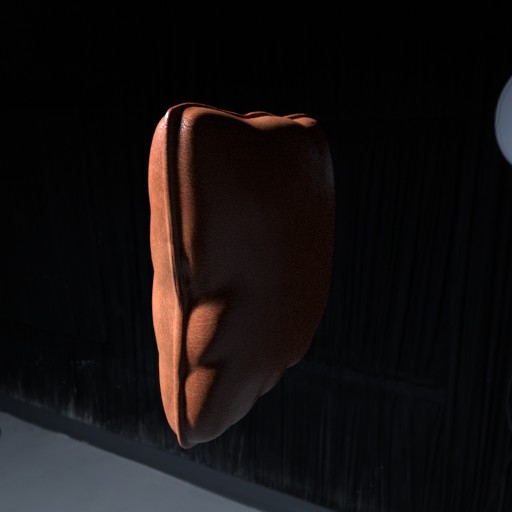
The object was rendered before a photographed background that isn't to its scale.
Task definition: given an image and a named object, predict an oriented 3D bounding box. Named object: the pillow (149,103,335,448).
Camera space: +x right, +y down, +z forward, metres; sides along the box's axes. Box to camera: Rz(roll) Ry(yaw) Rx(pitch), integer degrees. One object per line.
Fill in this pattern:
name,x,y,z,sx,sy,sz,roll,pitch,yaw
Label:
pillow,0.000,0.000,0.834,0.236,0.523,0.532,8,17,26
